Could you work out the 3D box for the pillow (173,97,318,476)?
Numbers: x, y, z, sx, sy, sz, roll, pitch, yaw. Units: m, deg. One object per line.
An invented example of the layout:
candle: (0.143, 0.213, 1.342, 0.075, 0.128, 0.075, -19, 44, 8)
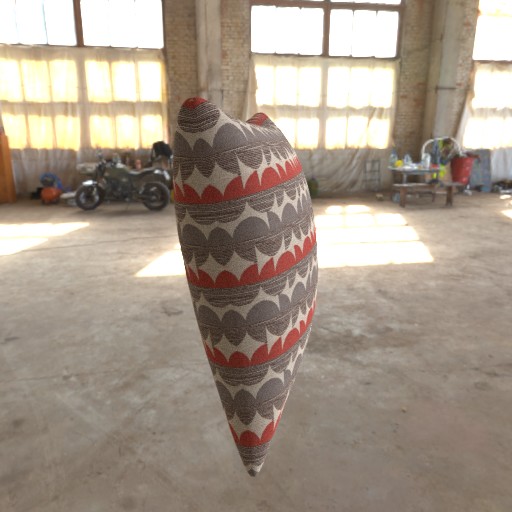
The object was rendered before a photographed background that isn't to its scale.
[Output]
pillow: (0.000, 0.000, 0.640, 0.180, 0.410, 0.420, 3, 16, 9)
